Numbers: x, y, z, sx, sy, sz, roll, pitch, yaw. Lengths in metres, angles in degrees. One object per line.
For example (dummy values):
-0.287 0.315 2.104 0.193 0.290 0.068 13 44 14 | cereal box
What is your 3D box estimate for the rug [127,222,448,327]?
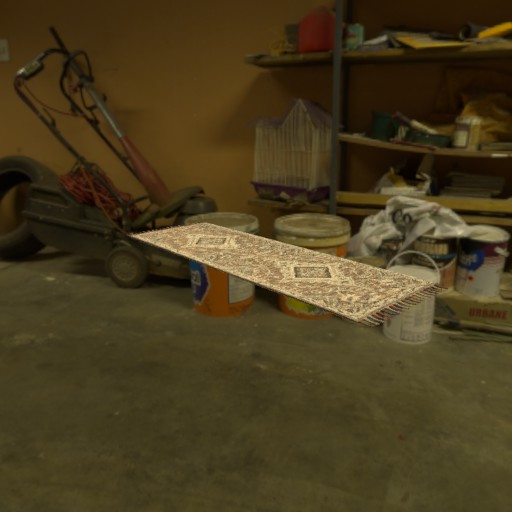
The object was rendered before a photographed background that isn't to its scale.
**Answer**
0.000 0.000 2.949 1.324 0.018 2.378 -8 18 -25 | rug
